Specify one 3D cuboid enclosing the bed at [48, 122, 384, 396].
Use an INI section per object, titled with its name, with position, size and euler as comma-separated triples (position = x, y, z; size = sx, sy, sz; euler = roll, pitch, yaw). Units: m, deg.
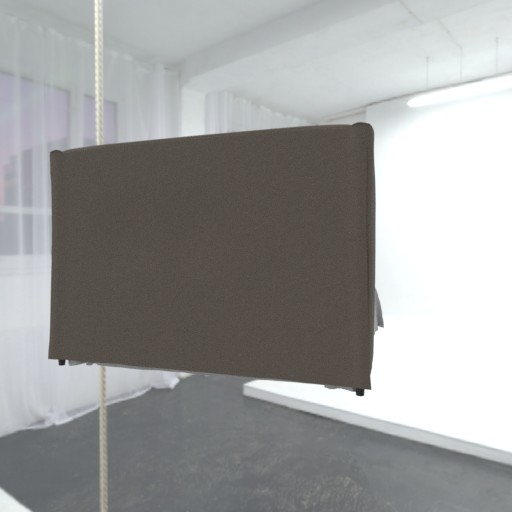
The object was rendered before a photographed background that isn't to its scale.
[bed]
position = 0.000, 0.000, 3.457
size = 1.925, 1.332, 2.276
euler = 0, 1, 19
